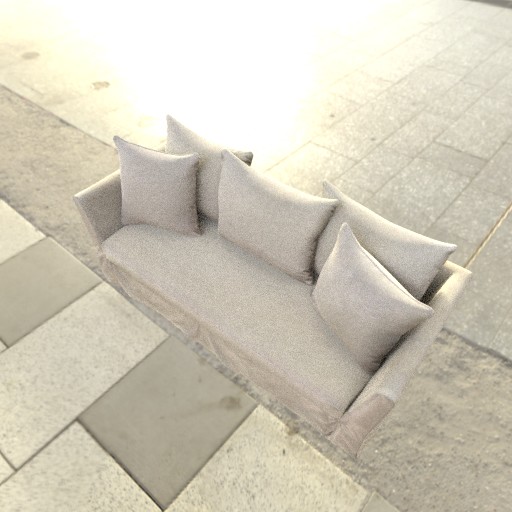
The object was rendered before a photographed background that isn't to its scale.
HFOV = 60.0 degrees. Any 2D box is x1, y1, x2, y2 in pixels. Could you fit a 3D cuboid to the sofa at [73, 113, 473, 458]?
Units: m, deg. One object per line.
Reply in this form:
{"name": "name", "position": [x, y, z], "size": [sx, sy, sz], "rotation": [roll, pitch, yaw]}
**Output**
{"name": "sofa", "position": [0.000, 0.000, 2.806], "size": [2.290, 1.034, 1.031], "rotation": [30, 53, 25]}
